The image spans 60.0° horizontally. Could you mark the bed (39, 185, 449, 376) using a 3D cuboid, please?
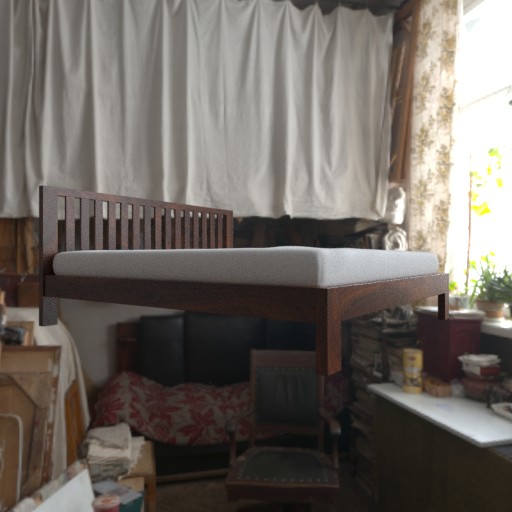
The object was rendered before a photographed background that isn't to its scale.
[{"bbox_3d":[0.000,0.000,2.995,2.030,0.890,1.905,0,0,36],"label":"bed"}]
